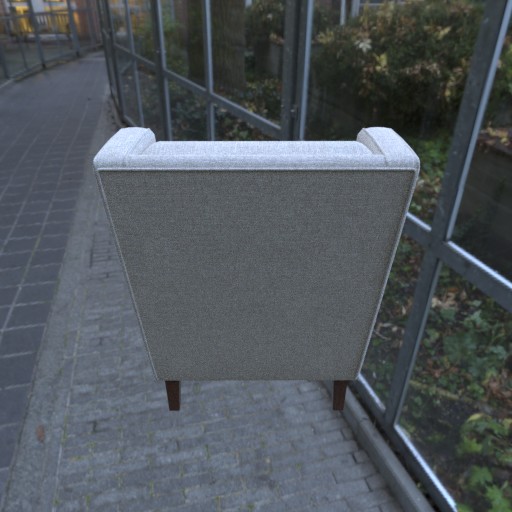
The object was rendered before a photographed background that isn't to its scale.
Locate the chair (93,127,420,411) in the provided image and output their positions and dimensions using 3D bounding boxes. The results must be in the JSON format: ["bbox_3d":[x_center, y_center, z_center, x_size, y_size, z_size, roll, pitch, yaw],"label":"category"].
[{"bbox_3d":[0.000,0.000,1.679,0.764,1.082,0.948,0,31,0],"label":"chair"}]
